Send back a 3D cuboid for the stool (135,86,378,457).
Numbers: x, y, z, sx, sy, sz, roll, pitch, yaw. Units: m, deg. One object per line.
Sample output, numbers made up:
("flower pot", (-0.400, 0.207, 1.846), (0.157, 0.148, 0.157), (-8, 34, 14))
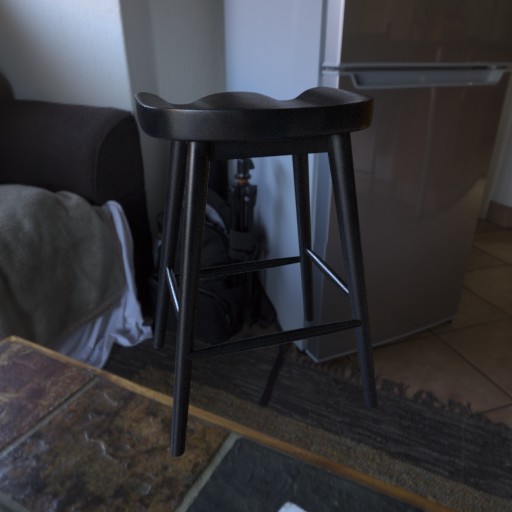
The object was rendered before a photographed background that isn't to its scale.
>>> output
("stool", (0.000, 0.000, 0.902), (0.440, 0.615, 0.361), (-8, 27, -15))
